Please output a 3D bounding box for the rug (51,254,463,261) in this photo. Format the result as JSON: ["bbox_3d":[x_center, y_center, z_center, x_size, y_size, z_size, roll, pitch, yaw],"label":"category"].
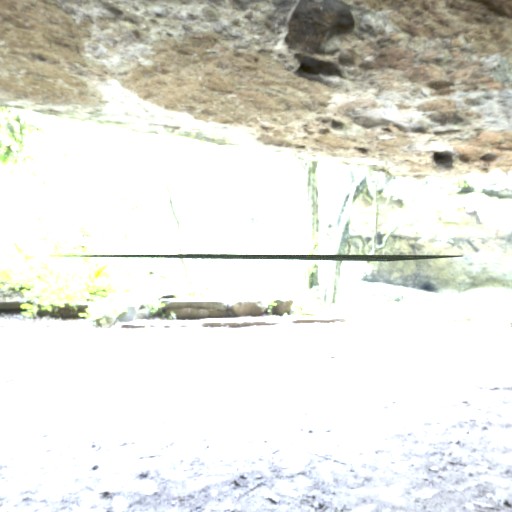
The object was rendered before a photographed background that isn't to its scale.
[{"bbox_3d":[0.000,0.000,2.933,2.284,0.008,1.522,1,1,35],"label":"rug"}]
